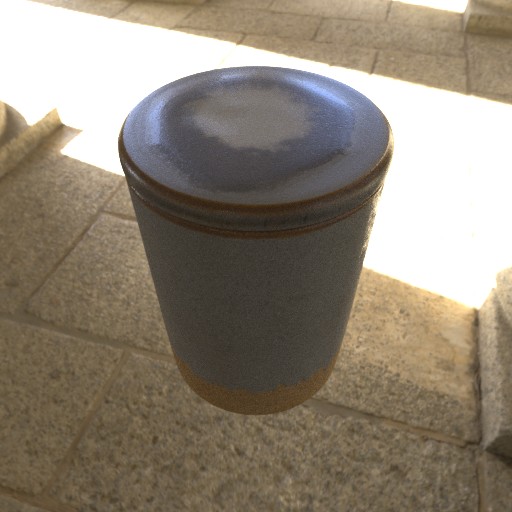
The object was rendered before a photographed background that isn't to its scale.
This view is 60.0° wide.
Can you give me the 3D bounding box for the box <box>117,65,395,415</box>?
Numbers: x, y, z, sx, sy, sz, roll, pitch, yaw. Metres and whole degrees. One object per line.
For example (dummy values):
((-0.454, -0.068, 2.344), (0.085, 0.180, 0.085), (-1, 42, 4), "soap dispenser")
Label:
((0.000, 0.000, 0.250), (0.118, 0.168, 0.118), (0, 46, 0), "box")
